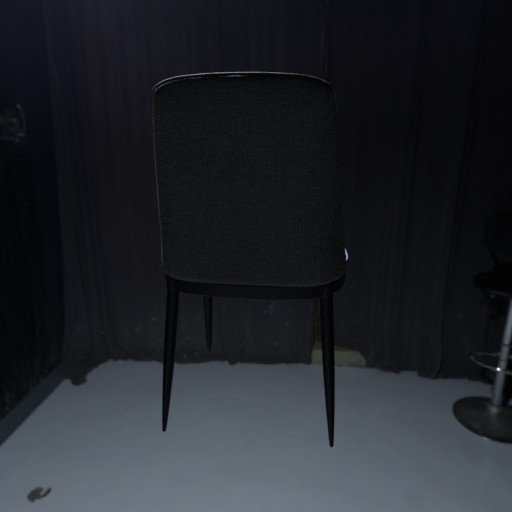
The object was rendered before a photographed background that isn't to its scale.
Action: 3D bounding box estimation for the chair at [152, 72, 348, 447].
[{"bbox_3d":[0.000,0.000,1.183,0.488,0.855,0.550,2,16,7],"label":"chair"}]
